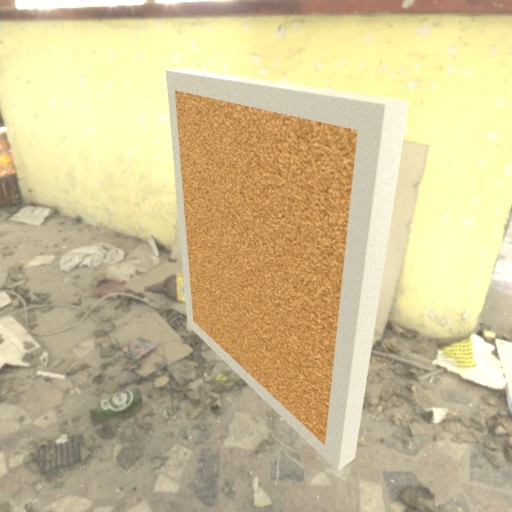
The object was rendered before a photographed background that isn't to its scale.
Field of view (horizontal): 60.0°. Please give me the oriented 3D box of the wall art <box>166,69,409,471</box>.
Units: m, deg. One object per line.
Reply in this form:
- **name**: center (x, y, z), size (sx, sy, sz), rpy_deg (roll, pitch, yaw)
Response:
- **wall art**: center (0.000, 0.000, 0.516), size (0.028, 0.381, 0.331), rpy_deg (-19, 33, -32)
